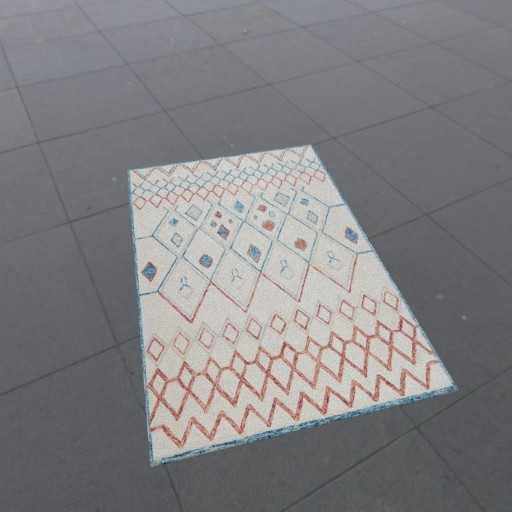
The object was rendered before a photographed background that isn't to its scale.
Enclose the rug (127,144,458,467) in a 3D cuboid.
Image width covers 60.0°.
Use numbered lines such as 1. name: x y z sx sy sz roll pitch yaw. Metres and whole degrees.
1. rug: 0.000 0.000 2.283 1.219 0.016 1.829 -10 47 -9
